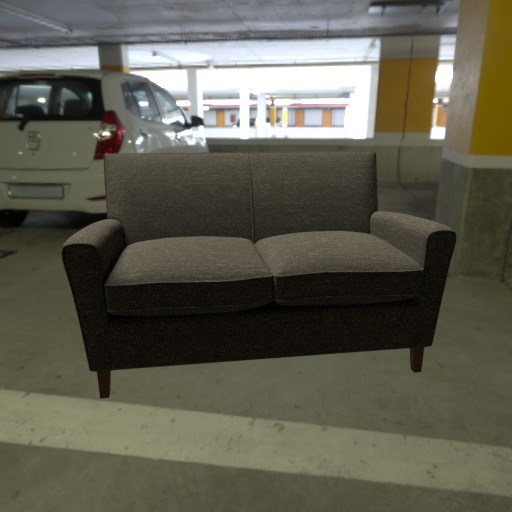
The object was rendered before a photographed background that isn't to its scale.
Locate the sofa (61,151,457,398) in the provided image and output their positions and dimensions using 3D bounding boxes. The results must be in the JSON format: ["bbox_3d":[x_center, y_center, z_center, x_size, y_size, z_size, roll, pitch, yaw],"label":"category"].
[{"bbox_3d":[0.000,0.000,2.085,1.509,0.905,0.867,-2,17,-8],"label":"sofa"}]
